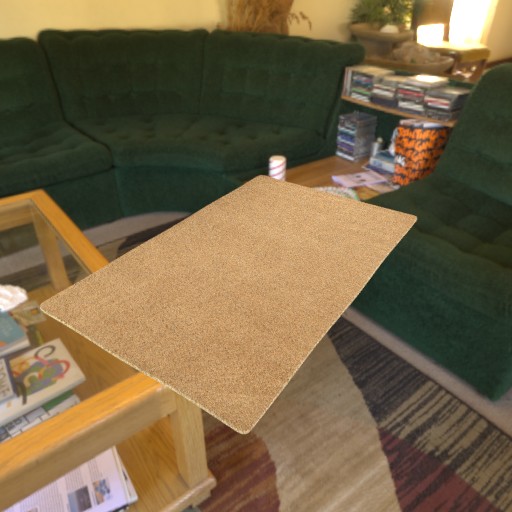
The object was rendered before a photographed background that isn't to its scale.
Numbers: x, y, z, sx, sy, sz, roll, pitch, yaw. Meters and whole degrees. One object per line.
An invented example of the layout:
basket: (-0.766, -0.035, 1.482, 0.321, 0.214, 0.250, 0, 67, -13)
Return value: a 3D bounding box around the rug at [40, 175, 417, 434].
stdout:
rug: (0.000, 0.000, 3.043, 1.500, 0.025, 2.349, 21, 38, 28)
